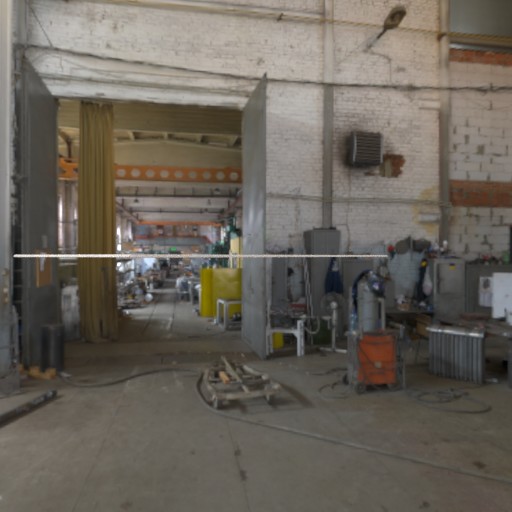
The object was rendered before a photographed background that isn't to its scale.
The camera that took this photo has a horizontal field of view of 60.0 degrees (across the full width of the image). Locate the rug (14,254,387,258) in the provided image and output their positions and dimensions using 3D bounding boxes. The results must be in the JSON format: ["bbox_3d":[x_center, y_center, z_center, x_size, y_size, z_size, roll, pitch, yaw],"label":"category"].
[{"bbox_3d":[0.000,0.000,1.957,0.562,0.009,1.824,0,0,35],"label":"rug"}]
